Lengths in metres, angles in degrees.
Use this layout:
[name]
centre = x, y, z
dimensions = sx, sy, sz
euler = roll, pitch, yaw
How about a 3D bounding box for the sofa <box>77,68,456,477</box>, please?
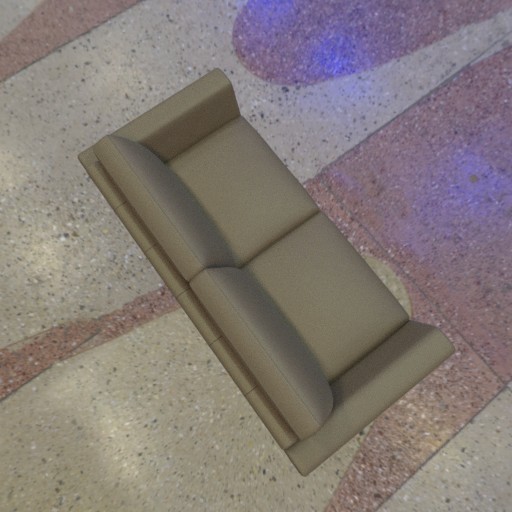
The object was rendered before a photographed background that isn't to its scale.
[sofa]
centre = 0.000, 0.000, 2.430
dimensions = 0.953, 0.875, 2.017
euler = -36, 78, -9
